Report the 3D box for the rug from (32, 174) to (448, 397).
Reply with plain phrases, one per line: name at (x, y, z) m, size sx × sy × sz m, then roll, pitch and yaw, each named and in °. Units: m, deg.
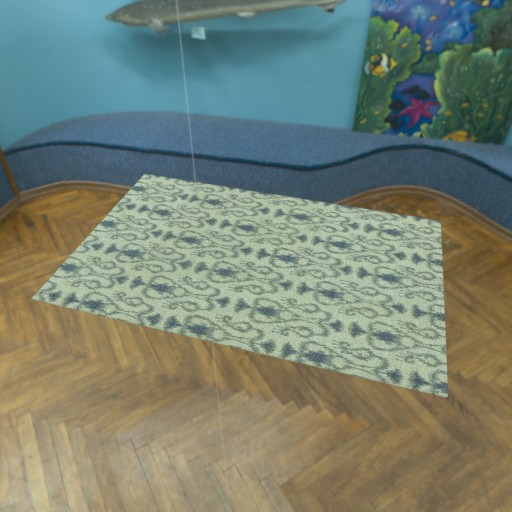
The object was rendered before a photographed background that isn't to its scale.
rug at (0.000, 0.000, 2.045) m, size 1.652 × 0.006 × 1.035 m, roll 11°, pitch 43°, yaw 12°
